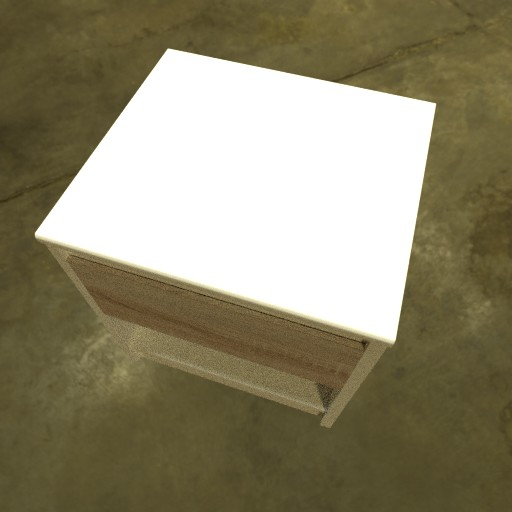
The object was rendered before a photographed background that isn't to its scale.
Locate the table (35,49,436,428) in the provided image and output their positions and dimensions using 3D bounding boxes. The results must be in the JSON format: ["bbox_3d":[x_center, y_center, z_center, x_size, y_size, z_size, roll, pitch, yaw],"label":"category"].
[{"bbox_3d":[0.000,0.000,0.771,0.420,0.460,0.380,16,59,10],"label":"table"}]
